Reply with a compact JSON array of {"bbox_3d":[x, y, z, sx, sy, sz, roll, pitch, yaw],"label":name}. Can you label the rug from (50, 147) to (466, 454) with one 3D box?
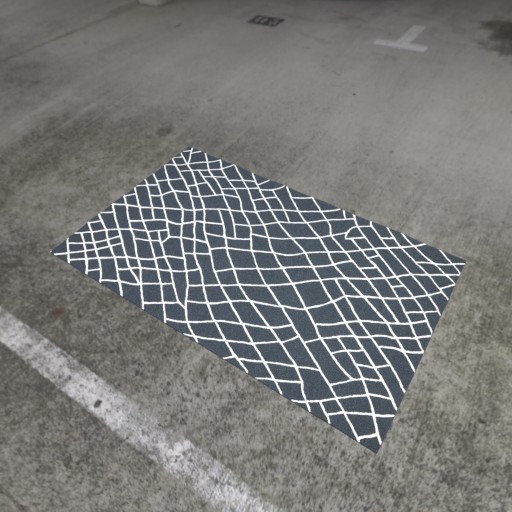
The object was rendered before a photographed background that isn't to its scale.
[{"bbox_3d":[0.000,0.000,3.060,2.448,0.017,1.529,26,53,22],"label":"rug"}]
